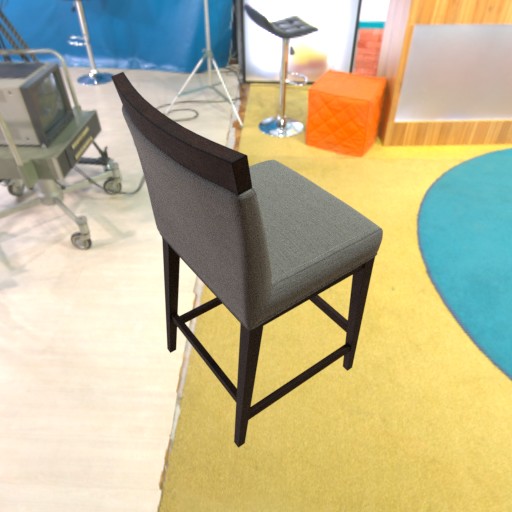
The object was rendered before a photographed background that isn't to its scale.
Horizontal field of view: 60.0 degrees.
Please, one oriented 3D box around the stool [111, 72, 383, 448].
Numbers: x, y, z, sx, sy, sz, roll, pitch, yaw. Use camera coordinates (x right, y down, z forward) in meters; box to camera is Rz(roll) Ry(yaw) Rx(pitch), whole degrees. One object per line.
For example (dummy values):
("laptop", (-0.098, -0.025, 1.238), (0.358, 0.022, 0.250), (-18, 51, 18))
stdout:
("stool", (0.000, 0.000, 1.314), (0.531, 1.009, 0.512), (-26, 47, -27))
